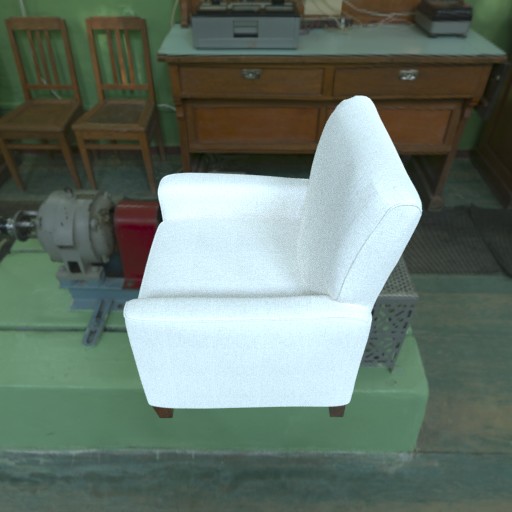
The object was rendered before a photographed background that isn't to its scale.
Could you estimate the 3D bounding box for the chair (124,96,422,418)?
[{"bbox_3d":[0.000,0.000,1.671,0.858,1.028,0.841,0,42,0],"label":"chair"}]
